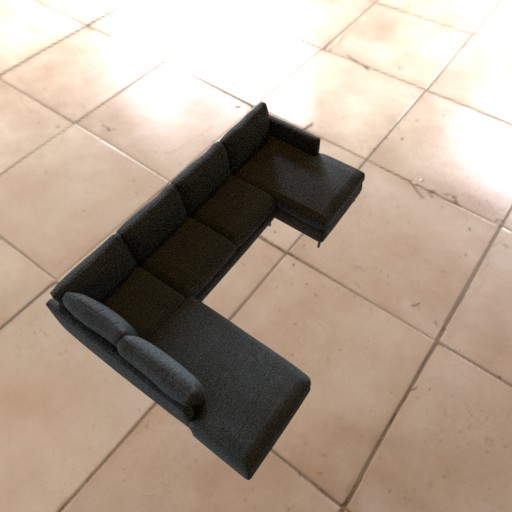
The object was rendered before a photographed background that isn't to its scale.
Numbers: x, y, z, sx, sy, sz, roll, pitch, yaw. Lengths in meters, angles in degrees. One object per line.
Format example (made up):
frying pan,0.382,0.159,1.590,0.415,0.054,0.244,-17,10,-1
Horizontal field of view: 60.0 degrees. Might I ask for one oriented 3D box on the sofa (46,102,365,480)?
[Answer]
sofa,0.000,0.000,3.666,1.879,0.753,2.737,31,62,19
